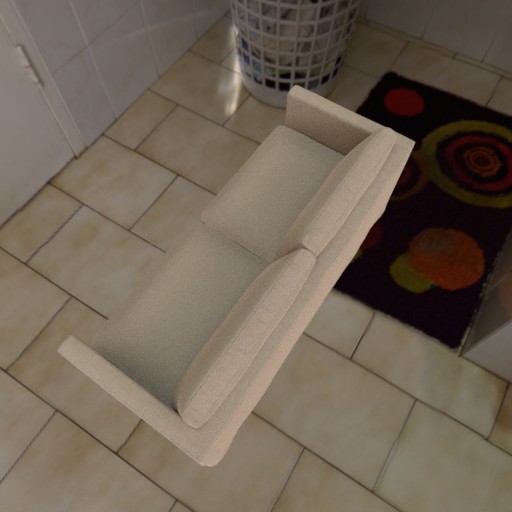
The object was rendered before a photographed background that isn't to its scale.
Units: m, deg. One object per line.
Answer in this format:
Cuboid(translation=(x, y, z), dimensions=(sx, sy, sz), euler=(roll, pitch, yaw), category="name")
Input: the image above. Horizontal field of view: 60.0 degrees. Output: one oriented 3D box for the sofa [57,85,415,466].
Cuboid(translation=(0.000, 0.000, 2.799), dimensions=(0.962, 0.853, 2.312), euler=(31, 67, 15), category="sofa")
